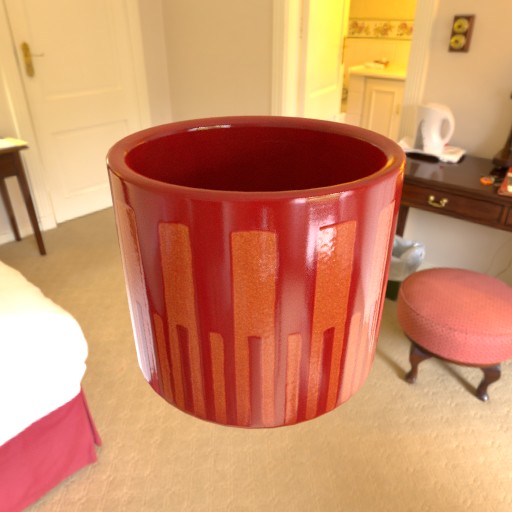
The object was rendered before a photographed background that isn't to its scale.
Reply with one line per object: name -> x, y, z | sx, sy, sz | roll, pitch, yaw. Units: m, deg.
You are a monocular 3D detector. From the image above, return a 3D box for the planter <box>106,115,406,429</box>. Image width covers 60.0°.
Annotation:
planter -> 0.000, 0.000, 0.398 | 0.230, 0.202, 0.230 | 0, 29, 0
